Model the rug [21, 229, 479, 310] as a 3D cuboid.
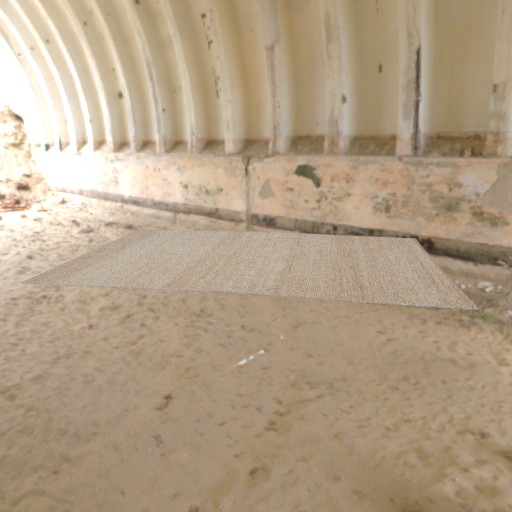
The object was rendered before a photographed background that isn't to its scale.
[{"bbox_3d":[0.000,0.000,2.972,2.346,0.029,1.574,2,14,10],"label":"rug"}]
